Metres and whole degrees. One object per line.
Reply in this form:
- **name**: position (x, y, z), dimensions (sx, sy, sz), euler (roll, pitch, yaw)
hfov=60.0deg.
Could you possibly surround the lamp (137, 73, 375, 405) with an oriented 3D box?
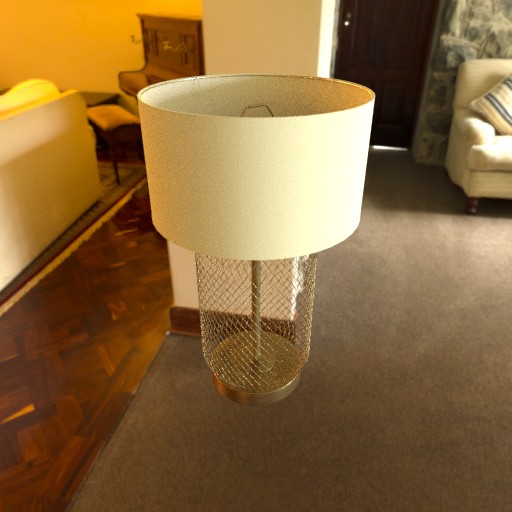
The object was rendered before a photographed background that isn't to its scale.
- **lamp**: position (0.000, 0.000, 0.816), dimensions (0.353, 0.578, 0.353), euler (0, 30, 0)
